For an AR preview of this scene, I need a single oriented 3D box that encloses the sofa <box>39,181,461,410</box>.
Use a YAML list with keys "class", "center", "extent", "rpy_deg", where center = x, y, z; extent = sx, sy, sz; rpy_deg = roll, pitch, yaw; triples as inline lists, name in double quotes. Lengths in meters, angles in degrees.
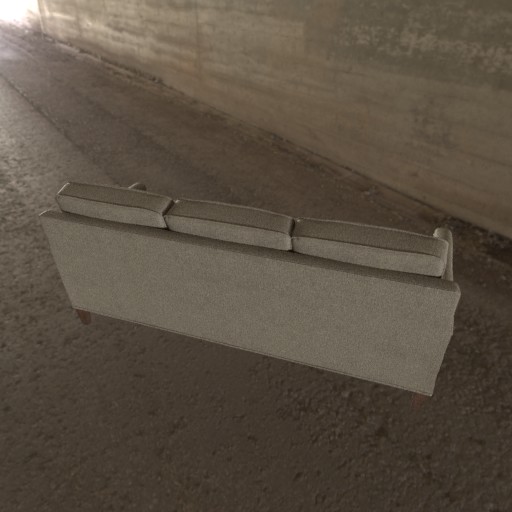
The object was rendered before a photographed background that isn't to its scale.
- class: "sofa"
  center: [0.000, 0.000, 2.731]
  extent: [2.246, 1.003, 1.084]
  rpy_deg: [10, 34, 16]
